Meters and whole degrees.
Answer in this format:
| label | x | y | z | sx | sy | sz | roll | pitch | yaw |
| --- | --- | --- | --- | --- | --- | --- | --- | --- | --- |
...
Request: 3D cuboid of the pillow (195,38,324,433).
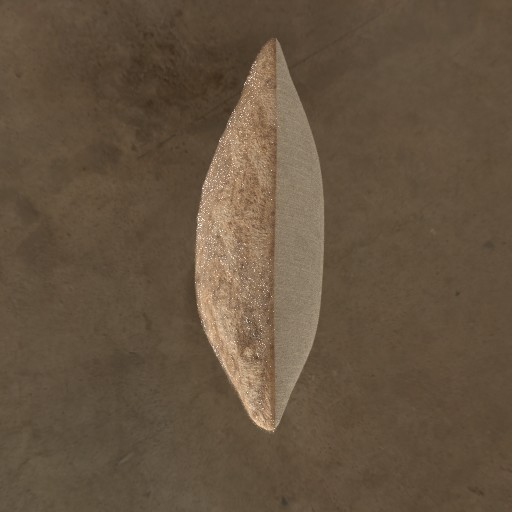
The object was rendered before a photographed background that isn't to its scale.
| label | x | y | z | sx | sy | sz | roll | pitch | yaw |
| --- | --- | --- | --- | --- | --- | --- | --- | --- | --- |
| pillow | 0.000 | 0.000 | 0.817 | 0.216 | 0.525 | 0.538 | 2 | 78 | 0 |
